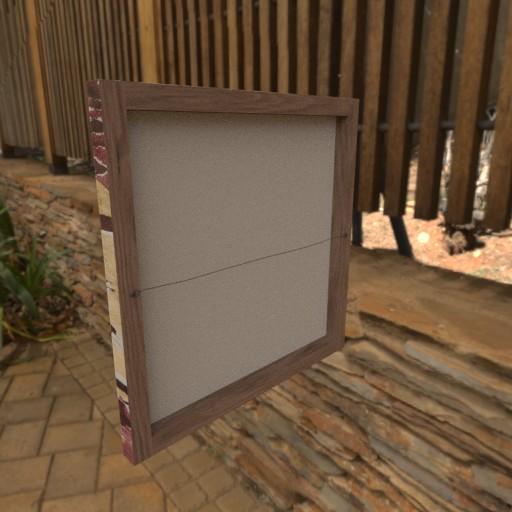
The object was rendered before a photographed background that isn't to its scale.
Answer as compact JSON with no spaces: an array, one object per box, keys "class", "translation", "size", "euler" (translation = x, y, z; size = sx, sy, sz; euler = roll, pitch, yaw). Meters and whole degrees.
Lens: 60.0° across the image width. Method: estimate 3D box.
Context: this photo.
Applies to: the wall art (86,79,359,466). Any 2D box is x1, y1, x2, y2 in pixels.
[{"class":"wall art","translation":[0.000,0.000,0.882],"size":[0.609,0.613,0.041],"euler":[-15,22,-42]}]
